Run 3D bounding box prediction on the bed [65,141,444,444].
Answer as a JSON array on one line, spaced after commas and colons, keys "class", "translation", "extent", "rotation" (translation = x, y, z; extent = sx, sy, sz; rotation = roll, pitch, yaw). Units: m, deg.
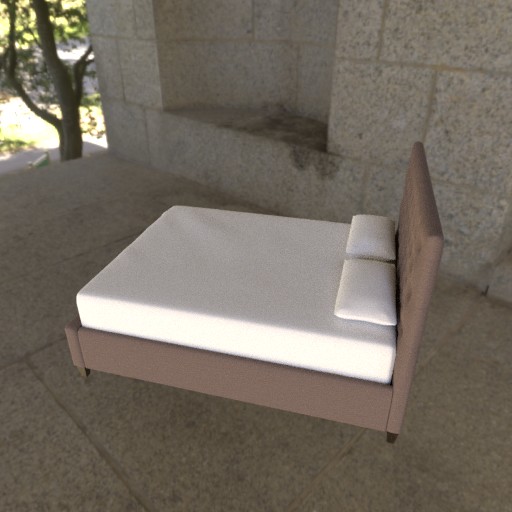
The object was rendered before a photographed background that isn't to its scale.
[{"class": "bed", "translation": [0.000, 0.000, 3.284], "extent": [2.233, 1.426, 1.696], "rotation": [8, 30, 13]}]
